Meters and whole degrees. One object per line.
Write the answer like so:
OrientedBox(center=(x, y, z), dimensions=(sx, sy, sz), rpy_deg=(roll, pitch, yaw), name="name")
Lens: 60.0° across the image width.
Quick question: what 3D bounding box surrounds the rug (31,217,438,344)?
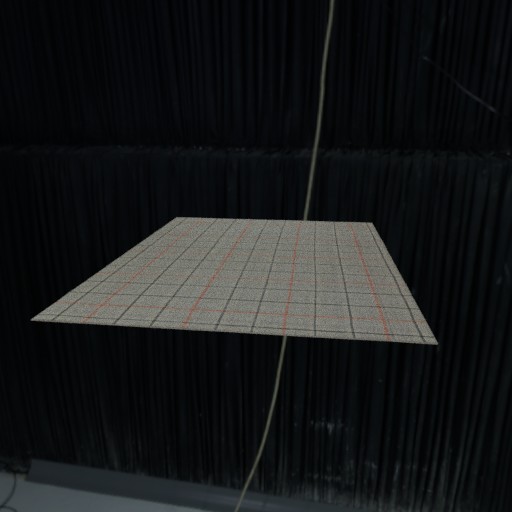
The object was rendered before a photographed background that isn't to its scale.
OrientedBox(center=(0.000, 0.000, 4.061), dimensions=(2.444, 0.012, 3.048), rpy_deg=(2, 17, 7), name="rug")
